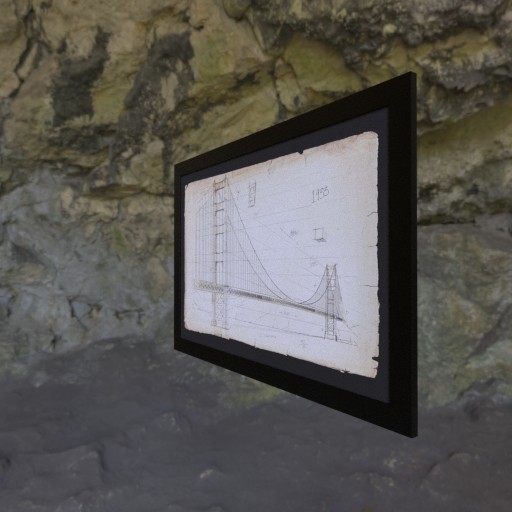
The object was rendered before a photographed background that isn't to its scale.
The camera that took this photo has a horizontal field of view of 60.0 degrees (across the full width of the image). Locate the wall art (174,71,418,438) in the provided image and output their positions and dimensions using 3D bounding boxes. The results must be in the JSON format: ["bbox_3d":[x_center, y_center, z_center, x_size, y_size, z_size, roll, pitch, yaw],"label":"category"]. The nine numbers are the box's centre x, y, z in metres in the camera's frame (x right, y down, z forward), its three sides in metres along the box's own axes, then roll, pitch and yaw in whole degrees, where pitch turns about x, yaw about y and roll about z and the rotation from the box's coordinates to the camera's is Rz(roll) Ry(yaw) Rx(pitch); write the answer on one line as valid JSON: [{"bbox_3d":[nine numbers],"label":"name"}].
[{"bbox_3d":[0.000,0.000,0.809,0.013,0.447,0.660,0,-1,-36],"label":"wall art"}]
